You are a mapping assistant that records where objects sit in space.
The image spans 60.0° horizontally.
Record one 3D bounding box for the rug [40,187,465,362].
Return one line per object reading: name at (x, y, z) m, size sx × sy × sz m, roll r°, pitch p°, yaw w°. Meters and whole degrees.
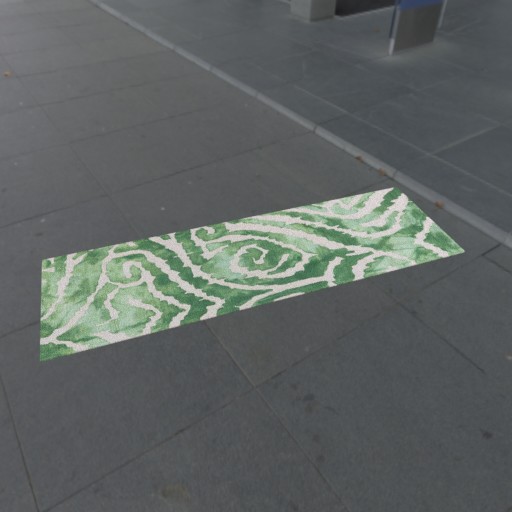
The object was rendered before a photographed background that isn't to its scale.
rug at (0.000, 0.000, 2.675) m, size 2.438 × 0.006 × 0.761 m, roll -13°, pitch 43°, yaw -14°
